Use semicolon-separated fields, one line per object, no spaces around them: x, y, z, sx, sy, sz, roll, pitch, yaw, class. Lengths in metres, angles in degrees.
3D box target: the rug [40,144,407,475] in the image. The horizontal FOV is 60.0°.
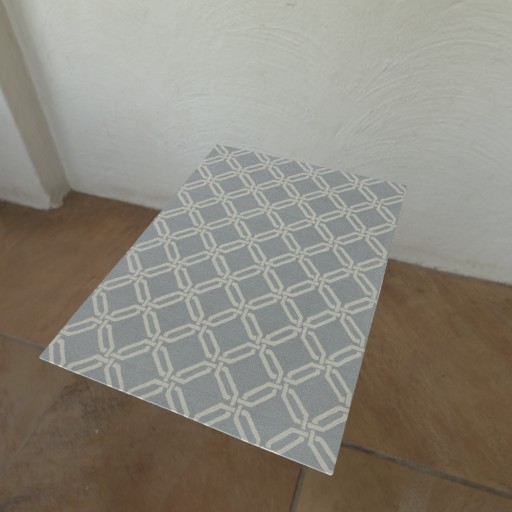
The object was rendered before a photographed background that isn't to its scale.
0.000;0.000;2.723;1.522;0.013;2.133;16;48;15;rug
